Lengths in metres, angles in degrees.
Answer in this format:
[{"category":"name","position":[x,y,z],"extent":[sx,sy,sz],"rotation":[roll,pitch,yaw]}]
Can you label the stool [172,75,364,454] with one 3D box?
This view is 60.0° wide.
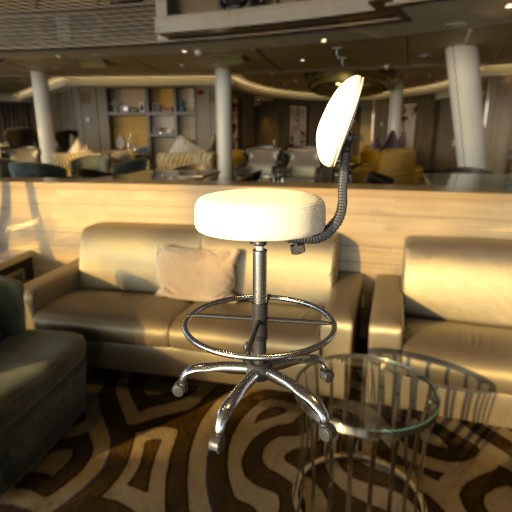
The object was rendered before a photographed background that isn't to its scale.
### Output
[{"category":"stool","position":[0.000,0.000,1.454],"extent":[0.616,1.080,0.609],"rotation":[2,15,8]}]
